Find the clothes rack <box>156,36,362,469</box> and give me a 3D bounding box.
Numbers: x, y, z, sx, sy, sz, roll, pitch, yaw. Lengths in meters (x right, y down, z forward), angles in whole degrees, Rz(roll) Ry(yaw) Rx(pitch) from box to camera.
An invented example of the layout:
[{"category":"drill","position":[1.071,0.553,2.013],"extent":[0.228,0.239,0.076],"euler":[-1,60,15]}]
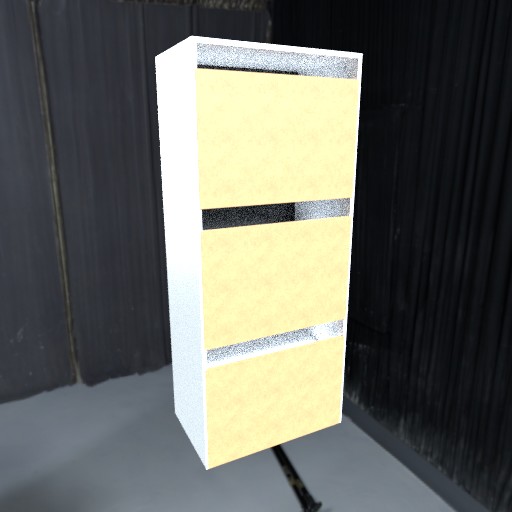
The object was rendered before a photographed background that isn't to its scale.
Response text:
[{"category":"clothes rack","position":[0.000,0.000,1.423],"extent":[0.500,1.187,0.330],"euler":[-8,17,-26]}]
